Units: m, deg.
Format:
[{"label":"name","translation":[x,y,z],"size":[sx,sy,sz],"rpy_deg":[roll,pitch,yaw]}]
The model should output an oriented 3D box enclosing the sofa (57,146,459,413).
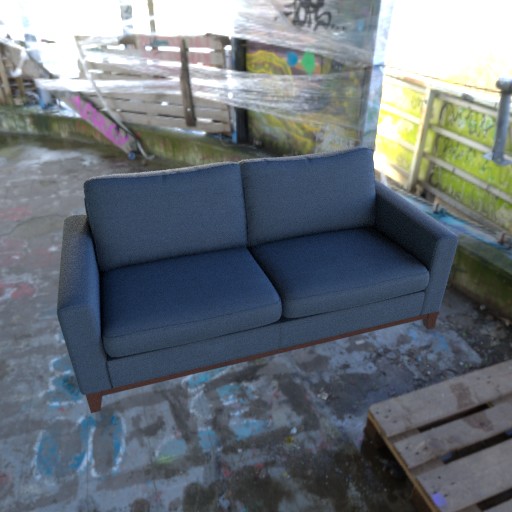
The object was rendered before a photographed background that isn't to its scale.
[{"label":"sofa","translation":[0.000,0.000,2.375],"size":[1.900,0.865,0.877],"rpy_deg":[-10,33,-15]}]
